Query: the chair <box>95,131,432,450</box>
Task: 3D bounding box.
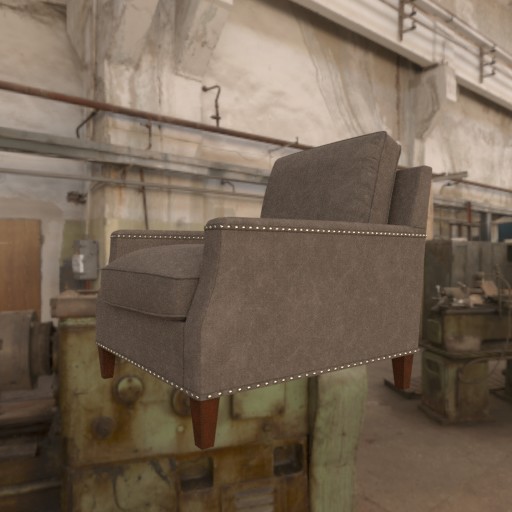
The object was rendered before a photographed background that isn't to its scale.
[{"bbox_3d":[0.000,0.000,1.679,1.014,0.948,0.853,0,0,-36],"label":"chair"}]
